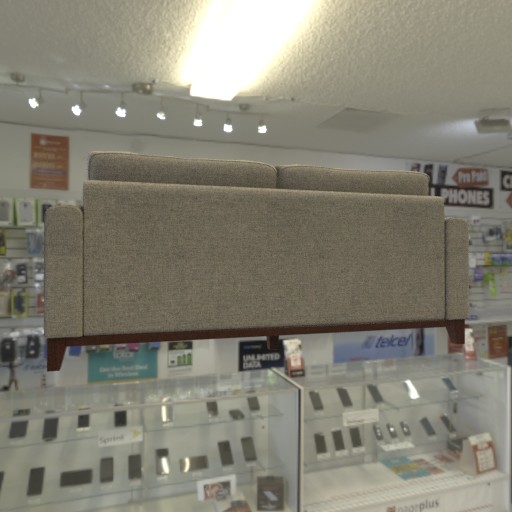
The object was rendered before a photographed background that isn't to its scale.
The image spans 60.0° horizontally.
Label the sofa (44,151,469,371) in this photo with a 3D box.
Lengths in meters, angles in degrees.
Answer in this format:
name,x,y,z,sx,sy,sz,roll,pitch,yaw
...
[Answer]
name,x,y,z,sx,sy,sz,roll,pitch,yaw
sofa,0.000,0.000,2.416,1.978,0.892,0.969,0,0,-16
